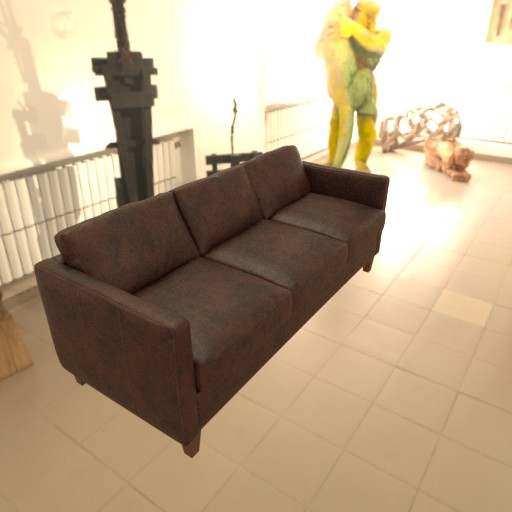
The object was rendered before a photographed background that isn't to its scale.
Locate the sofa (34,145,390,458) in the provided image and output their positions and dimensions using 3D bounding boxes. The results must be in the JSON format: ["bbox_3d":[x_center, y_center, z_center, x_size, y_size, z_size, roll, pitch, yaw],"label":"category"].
[{"bbox_3d":[0.000,0.000,2.983,1.045,1.006,2.464,18,32,30],"label":"sofa"}]
